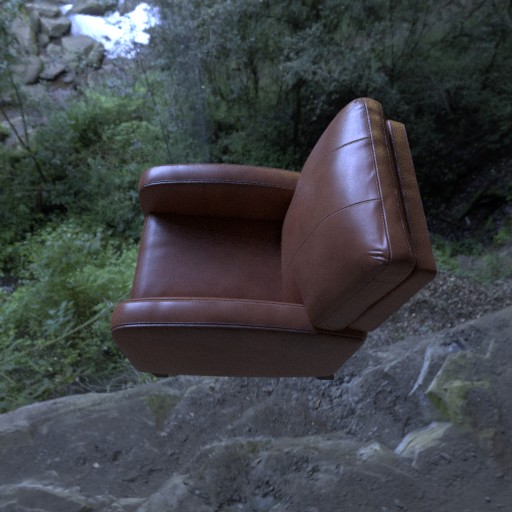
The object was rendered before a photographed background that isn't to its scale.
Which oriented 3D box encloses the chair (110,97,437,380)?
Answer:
[{"bbox_3d":[0.000,0.000,1.689,0.990,0.990,0.762,1,58,1],"label":"chair"}]
